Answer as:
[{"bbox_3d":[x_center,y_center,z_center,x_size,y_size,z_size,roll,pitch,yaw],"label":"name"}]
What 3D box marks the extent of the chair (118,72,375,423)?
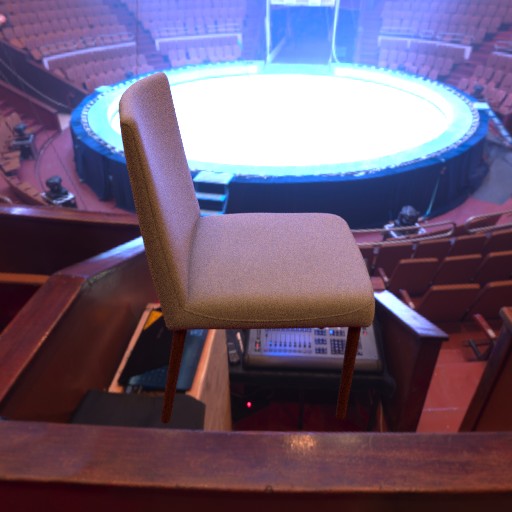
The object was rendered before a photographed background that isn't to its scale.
[{"bbox_3d":[0.000,0.000,1.180,0.570,0.859,0.456,-1,33,-1],"label":"chair"}]
